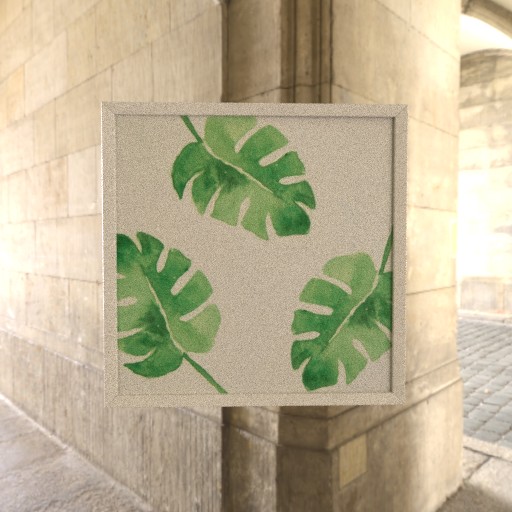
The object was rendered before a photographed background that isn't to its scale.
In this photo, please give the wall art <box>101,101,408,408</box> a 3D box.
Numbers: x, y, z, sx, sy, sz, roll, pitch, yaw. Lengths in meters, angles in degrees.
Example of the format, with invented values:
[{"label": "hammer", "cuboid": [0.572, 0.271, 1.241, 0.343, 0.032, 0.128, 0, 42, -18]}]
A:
[{"label": "wall art", "cuboid": [0.000, 0.000, 1.132, 0.762, 0.762, 0.040, 0, 2, -2]}]
